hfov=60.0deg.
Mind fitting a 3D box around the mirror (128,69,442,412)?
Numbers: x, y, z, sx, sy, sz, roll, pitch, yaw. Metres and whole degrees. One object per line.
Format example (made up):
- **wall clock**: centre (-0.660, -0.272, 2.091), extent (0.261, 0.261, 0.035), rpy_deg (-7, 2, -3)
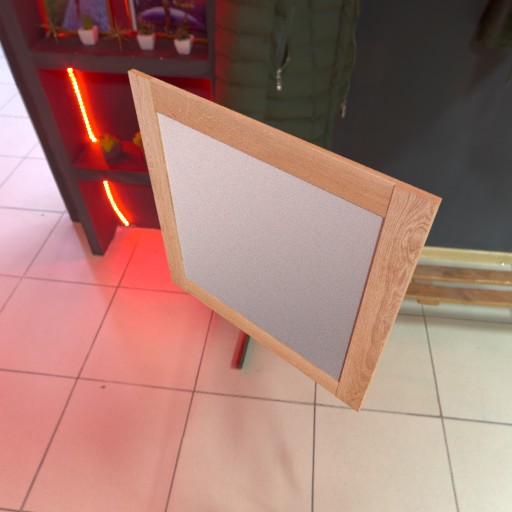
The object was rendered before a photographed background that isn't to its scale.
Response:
- **mirror**: centre (0.000, 0.000, 1.208), extent (0.800, 0.800, 0.020), rpy_deg (31, 54, 26)
